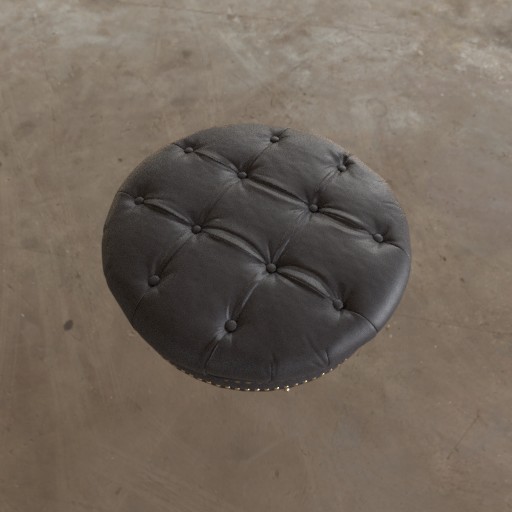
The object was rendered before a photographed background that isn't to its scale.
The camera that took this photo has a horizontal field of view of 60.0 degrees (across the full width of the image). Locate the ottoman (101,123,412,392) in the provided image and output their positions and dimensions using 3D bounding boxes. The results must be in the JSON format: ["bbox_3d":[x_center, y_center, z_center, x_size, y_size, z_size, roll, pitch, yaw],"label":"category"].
[{"bbox_3d":[0.000,0.000,1.426,0.901,0.439,0.901,0,57,0],"label":"ottoman"}]
